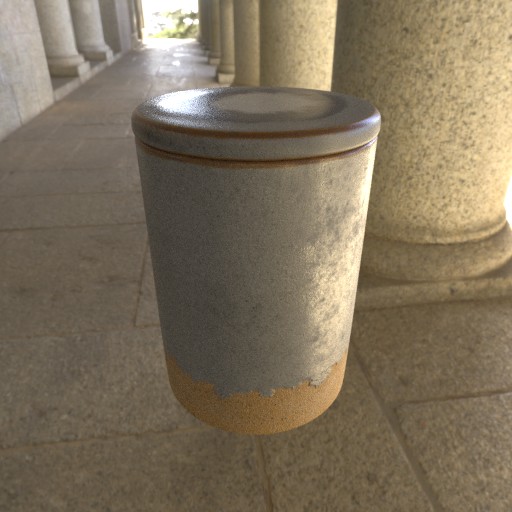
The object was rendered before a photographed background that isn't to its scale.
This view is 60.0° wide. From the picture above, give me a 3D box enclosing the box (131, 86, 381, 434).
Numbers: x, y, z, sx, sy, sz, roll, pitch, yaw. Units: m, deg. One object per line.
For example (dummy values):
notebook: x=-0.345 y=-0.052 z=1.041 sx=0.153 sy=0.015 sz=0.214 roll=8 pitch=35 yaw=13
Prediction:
box: x=0.000 y=0.000 z=0.253 sx=0.118 sy=0.168 sz=0.118 roll=0 pitch=29 yaw=0
